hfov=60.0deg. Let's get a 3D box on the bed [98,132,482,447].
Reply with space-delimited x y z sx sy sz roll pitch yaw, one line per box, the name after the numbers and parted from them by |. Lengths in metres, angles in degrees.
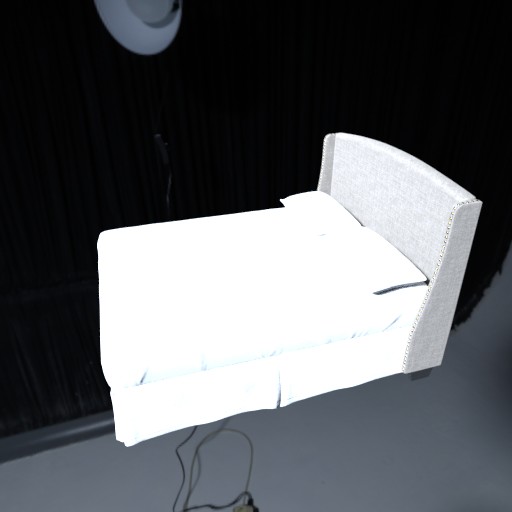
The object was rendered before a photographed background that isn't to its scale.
0.000 0.000 3.243 2.237 1.407 1.710 -9 30 -15 | bed
